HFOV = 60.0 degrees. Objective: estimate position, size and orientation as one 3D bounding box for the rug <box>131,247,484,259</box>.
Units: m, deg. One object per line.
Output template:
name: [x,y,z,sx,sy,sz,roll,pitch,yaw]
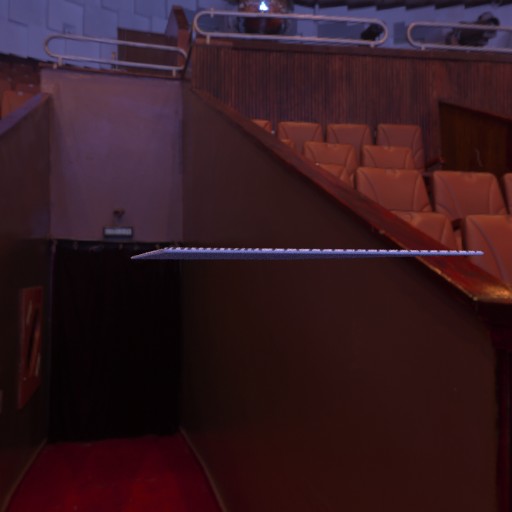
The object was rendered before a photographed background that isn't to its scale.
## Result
rug: [0.000,0.000,3.043,1.539,0.023,2.406,0,-1,-19]
